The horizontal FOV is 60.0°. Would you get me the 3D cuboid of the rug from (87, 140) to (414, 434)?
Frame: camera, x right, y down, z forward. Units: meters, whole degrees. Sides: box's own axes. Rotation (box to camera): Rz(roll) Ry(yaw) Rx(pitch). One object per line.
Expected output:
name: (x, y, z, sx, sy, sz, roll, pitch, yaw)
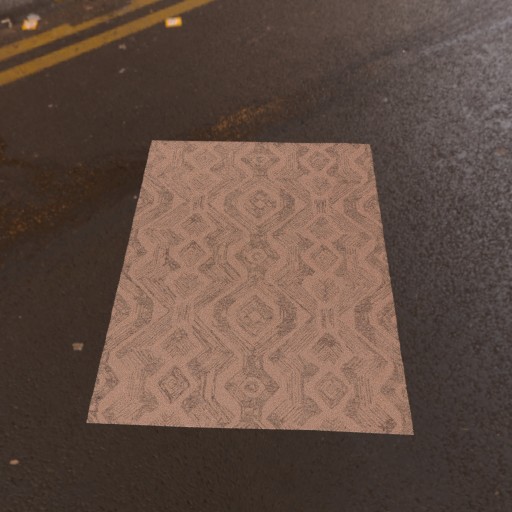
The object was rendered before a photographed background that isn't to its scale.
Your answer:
rug: (0.000, 0.000, 4.106, 2.430, 0.030, 3.054, 2, 57, 1)
